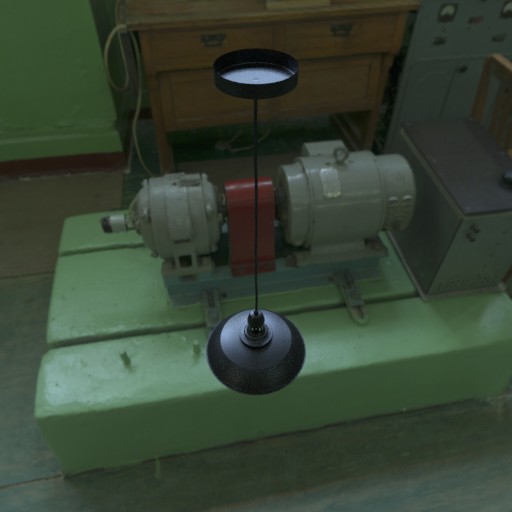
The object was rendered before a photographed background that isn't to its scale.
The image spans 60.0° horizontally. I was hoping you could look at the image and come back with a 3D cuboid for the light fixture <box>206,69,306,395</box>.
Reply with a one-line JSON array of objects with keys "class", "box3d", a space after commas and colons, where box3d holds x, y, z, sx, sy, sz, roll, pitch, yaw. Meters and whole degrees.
[{"class": "light fixture", "box3d": [0.000, 0.000, 1.161, 0.331, 0.993, 0.331, -9, 46, -8]}]
